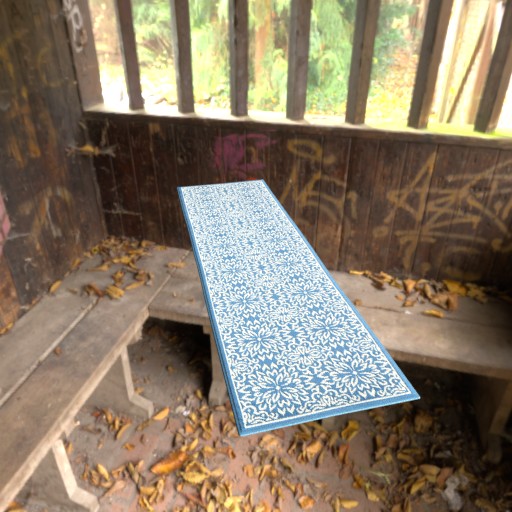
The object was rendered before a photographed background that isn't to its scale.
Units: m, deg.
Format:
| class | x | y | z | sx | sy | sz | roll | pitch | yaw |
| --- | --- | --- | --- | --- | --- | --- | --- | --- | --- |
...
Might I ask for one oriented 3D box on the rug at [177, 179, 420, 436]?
| class | x | y | z | sx | sy | sz | roll | pitch | yaw |
| --- | --- | --- | --- | --- | --- | --- | --- | --- | --- |
| rug | 0.000 | 0.000 | 2.424 | 0.662 | 0.011 | 2.196 | -7 | 32 | -12 |
